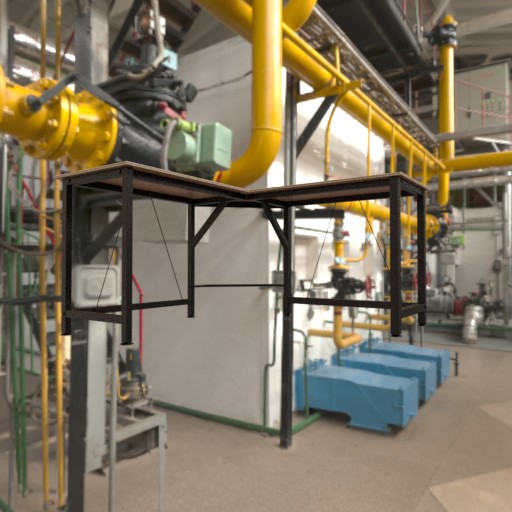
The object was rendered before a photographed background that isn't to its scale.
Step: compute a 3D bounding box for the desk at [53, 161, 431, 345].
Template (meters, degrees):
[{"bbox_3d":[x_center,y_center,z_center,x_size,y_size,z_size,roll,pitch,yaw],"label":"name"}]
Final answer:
[{"bbox_3d":[0.000,0.000,2.297,1.400,0.762,1.400,-1,-1,35],"label":"desk"}]
